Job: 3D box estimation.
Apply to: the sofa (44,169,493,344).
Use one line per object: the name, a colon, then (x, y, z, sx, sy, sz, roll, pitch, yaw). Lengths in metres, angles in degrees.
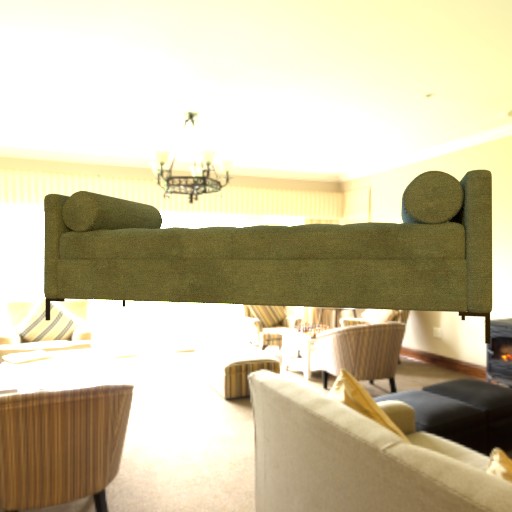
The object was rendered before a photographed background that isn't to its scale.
sofa: (0.000, 0.000, 2.192, 1.981, 0.635, 0.686, 0, 0, 18)
